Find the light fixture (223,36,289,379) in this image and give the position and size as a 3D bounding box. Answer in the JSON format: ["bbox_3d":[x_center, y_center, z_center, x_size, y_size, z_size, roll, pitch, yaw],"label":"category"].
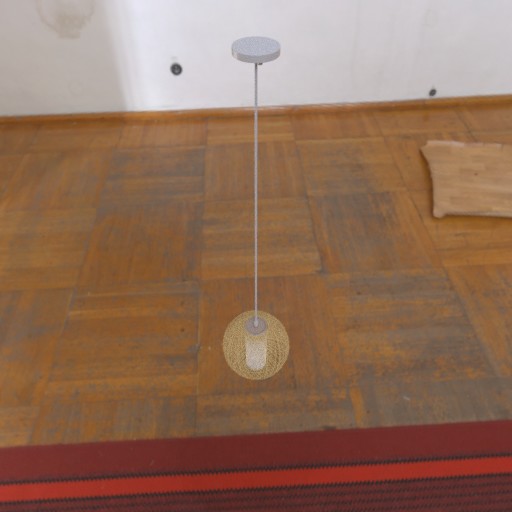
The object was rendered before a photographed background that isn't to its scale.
[{"bbox_3d":[0.000,0.000,2.134,0.407,1.955,0.406,33,54,28],"label":"light fixture"}]
